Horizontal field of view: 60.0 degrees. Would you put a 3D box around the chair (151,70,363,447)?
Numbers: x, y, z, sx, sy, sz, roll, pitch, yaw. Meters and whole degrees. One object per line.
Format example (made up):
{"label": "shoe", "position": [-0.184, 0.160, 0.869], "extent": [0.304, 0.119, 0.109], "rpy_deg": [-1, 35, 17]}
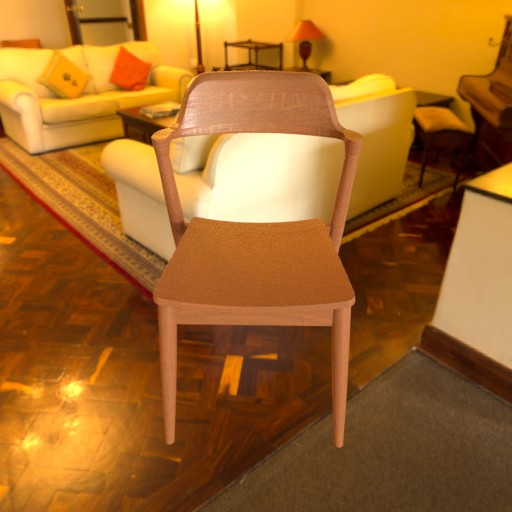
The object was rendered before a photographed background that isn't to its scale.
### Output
{"label": "chair", "position": [0.000, 0.000, 1.113], "extent": [0.496, 0.801, 0.499], "rpy_deg": [1, 30, 1]}
